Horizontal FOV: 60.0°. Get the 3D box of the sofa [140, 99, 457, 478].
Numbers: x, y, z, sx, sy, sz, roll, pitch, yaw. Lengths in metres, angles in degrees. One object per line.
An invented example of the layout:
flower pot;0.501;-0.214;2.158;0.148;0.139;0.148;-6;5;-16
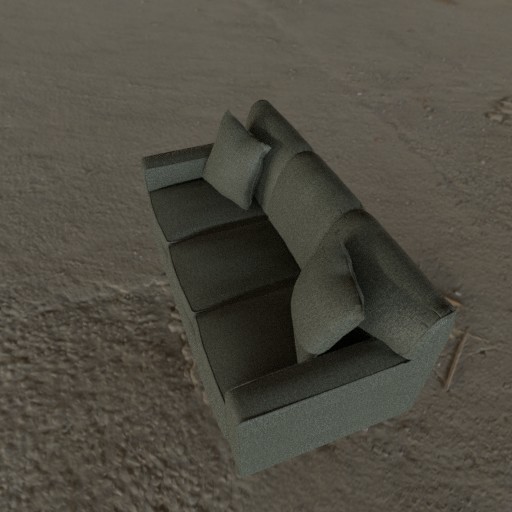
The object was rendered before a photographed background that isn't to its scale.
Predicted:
sofa;0.000;0.000;2.573;0.997;0.958;2.024;-15;47;-15
